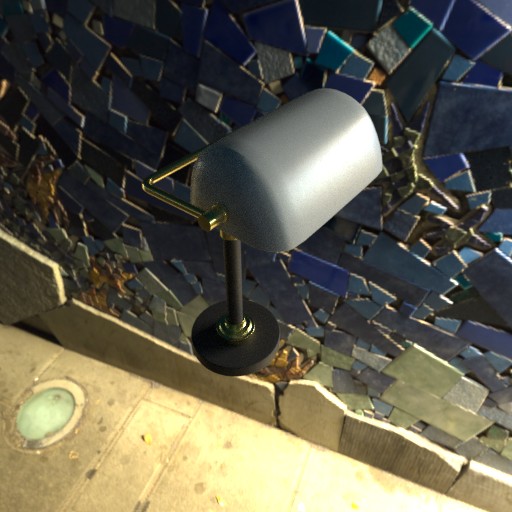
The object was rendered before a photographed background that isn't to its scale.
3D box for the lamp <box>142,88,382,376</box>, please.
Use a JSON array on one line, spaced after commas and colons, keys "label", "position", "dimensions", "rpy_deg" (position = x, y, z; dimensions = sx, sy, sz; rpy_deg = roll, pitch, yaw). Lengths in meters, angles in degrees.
[{"label": "lamp", "position": [0.000, 0.000, 0.579], "dimensions": [0.227, 0.404, 0.269], "rpy_deg": [27, 47, 28]}]
